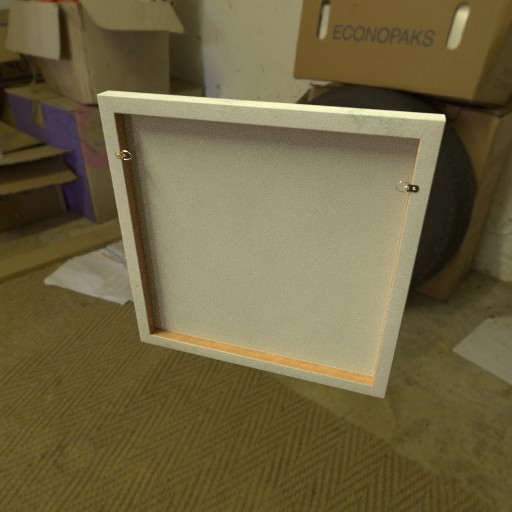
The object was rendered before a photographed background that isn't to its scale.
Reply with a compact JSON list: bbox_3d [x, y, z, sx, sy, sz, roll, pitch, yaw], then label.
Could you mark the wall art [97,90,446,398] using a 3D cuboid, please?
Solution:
[{"bbox_3d":[0.000,0.000,0.919,0.612,0.612,0.040,9,33,15],"label":"wall art"}]
